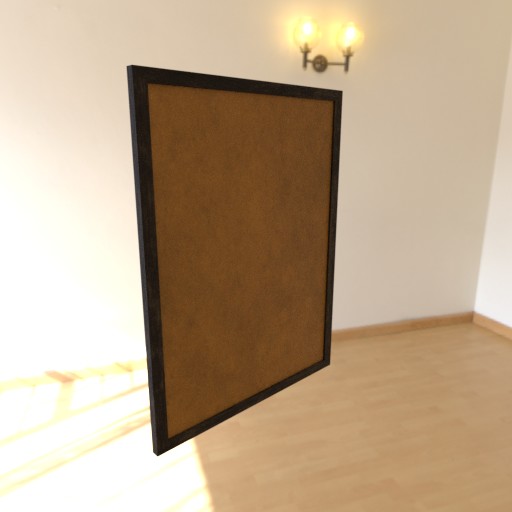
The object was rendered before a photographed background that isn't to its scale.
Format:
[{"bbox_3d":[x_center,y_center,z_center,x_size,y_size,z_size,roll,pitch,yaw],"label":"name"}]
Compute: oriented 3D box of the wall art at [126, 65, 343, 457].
[{"bbox_3d":[0.000,0.000,1.440,0.812,1.066,0.029,-13,20,-41],"label":"wall art"}]
